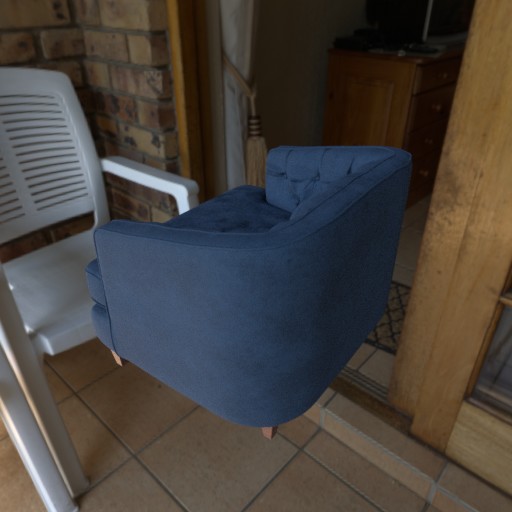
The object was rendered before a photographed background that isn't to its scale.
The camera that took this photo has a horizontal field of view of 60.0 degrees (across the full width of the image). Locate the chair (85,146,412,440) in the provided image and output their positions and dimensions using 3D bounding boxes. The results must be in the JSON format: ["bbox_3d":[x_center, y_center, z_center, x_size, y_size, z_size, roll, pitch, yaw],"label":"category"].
[{"bbox_3d":[0.000,0.000,1.800,0.940,0.852,1.094,21,37,31],"label":"chair"}]
